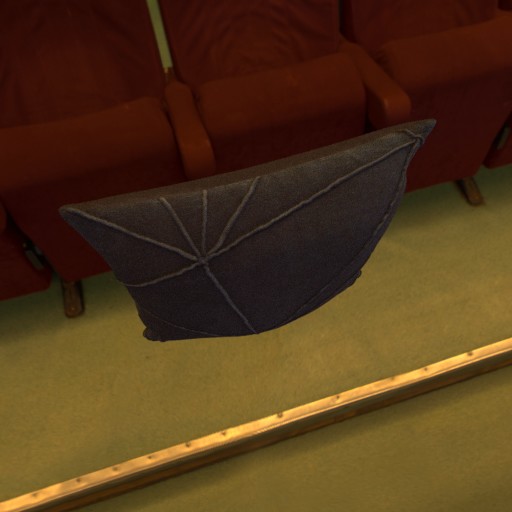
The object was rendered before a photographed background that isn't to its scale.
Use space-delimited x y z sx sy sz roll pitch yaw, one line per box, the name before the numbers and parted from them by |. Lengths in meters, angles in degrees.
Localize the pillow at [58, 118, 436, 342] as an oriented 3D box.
pillow | 0.000 0.000 0.667 0.439 0.440 0.183 -16 64 -8
